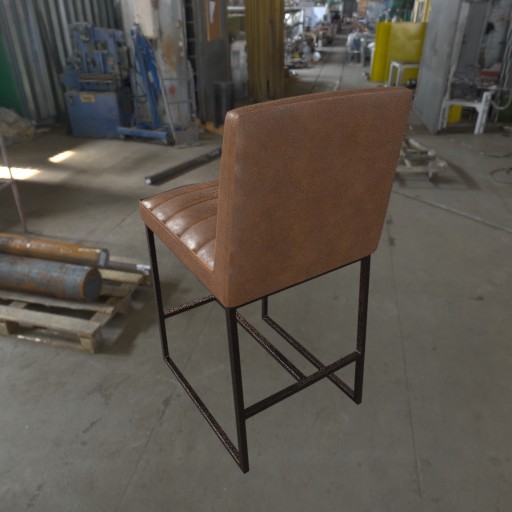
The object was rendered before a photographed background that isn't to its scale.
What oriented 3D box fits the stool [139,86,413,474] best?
[{"bbox_3d":[0.000,0.000,1.244,0.463,0.942,0.562,-18,34,-29],"label":"stool"}]
